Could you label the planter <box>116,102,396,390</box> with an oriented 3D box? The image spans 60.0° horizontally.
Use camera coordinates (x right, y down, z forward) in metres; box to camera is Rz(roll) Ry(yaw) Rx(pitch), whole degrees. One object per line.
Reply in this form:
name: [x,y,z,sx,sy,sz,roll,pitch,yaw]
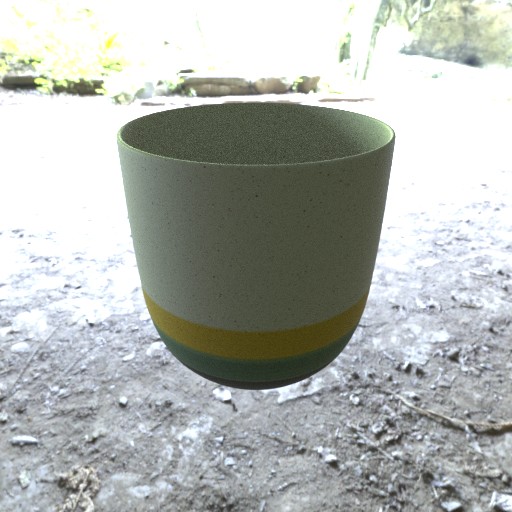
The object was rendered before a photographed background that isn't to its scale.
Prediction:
planter: [0.000,0.000,0.370,0.195,0.214,0.195,0,29,0]
